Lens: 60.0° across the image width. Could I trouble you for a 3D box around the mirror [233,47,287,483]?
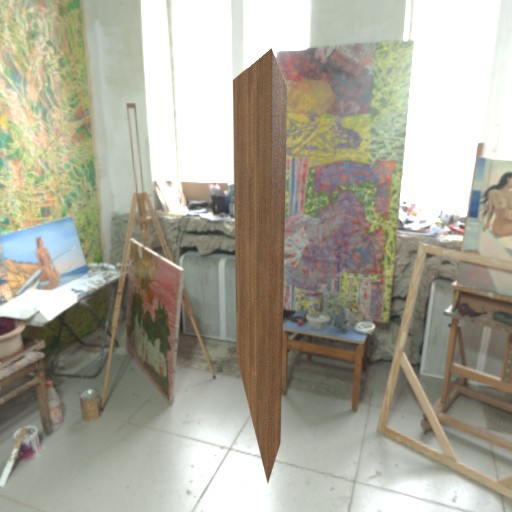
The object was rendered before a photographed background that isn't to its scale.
[{"bbox_3d":[0.000,0.000,1.286,0.047,1.010,0.651,-3,17,-9],"label":"mirror"}]
